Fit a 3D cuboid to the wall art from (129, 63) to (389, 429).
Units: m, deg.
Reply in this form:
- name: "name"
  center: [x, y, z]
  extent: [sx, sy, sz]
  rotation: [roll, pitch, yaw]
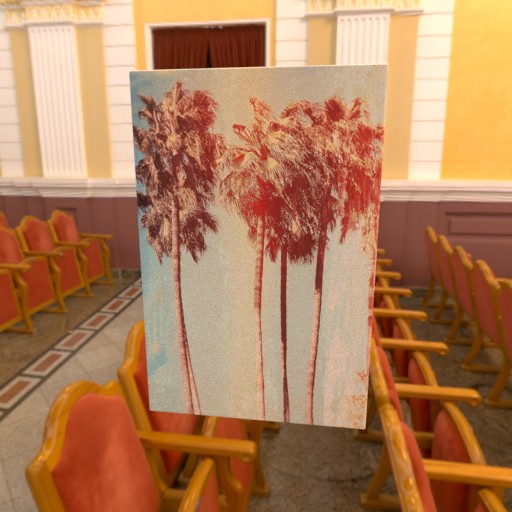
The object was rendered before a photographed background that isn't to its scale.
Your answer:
- name: "wall art"
  center: [0.000, 0.000, 0.484]
  extent: [0.251, 0.380, 0.039]
  rotation: [2, 13, 8]
